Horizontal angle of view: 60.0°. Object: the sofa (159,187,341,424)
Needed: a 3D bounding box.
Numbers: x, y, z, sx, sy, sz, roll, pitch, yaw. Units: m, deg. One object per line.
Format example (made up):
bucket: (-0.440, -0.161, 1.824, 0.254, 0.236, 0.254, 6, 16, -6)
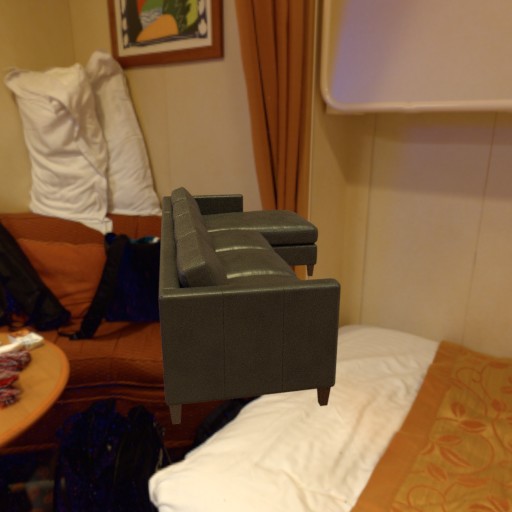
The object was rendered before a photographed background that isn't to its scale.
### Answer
sofa: (0.000, 0.000, 3.857, 1.581, 0.883, 3.203, -3, 17, -11)
